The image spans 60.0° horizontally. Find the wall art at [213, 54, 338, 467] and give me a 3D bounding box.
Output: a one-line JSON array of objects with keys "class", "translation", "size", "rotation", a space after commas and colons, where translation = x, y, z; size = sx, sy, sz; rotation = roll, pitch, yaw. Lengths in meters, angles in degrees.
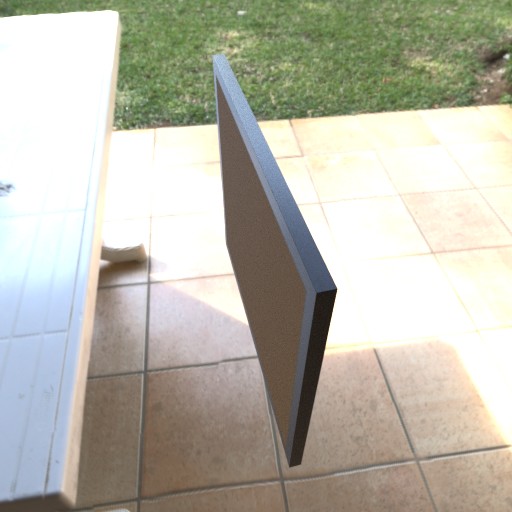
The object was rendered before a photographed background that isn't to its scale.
[{"class": "wall art", "translation": [0.000, 0.000, 0.914], "size": [0.026, 0.558, 0.660], "rotation": [-10, 47, -10]}]
